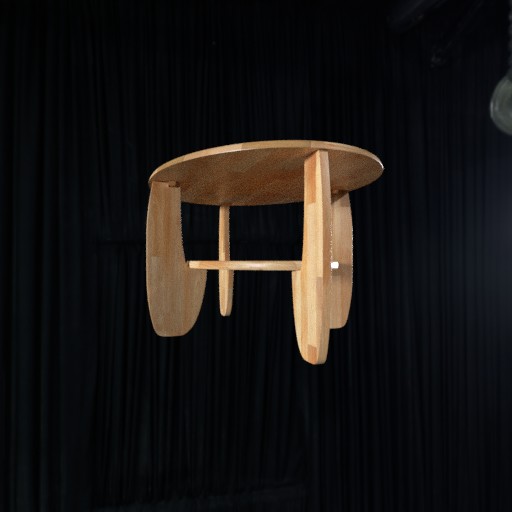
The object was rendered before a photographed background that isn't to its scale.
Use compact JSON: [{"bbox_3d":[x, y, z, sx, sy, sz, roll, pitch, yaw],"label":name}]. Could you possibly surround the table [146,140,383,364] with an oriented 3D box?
[{"bbox_3d":[0.000,0.000,1.438,0.690,0.490,1.040,0,-1,-17],"label":"table"}]
